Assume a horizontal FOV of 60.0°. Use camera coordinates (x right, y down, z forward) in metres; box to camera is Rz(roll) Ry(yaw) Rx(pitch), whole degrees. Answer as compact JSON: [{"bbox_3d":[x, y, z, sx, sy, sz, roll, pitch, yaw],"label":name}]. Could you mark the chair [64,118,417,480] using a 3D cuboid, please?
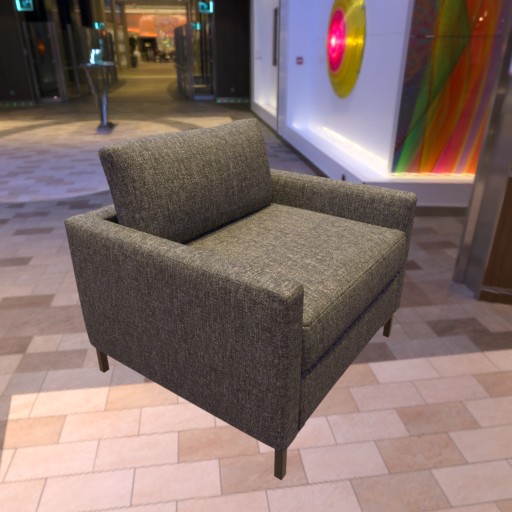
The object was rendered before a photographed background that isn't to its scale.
[{"bbox_3d":[0.000,0.000,1.612,0.866,0.861,0.963,17,30,32],"label":"chair"}]
